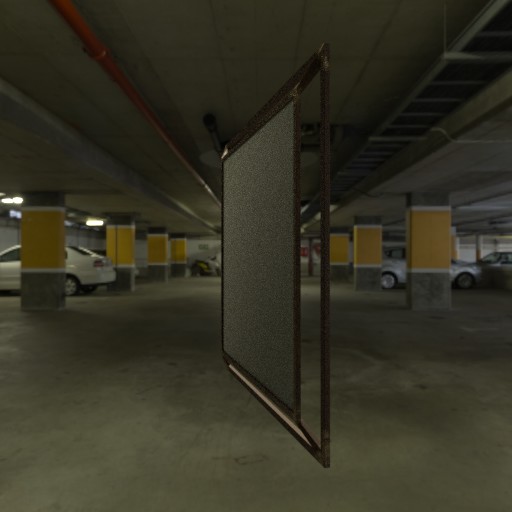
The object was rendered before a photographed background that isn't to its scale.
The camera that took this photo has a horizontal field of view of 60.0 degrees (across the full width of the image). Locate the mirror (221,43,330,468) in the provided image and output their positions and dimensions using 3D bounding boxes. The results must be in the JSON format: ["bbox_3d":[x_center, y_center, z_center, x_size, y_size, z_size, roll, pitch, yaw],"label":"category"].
[{"bbox_3d":[0.000,0.000,0.924,0.032,0.610,0.610,0,0,-17],"label":"mirror"}]
